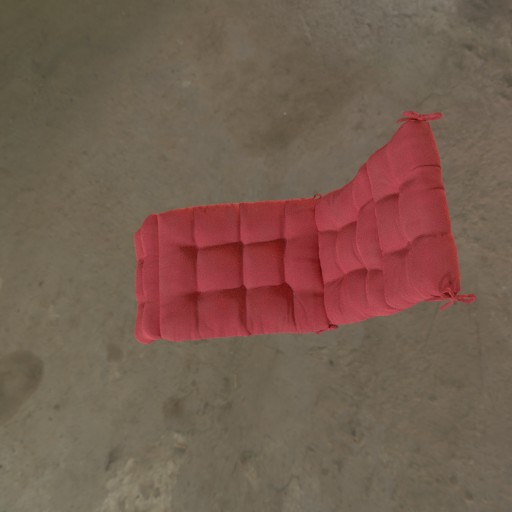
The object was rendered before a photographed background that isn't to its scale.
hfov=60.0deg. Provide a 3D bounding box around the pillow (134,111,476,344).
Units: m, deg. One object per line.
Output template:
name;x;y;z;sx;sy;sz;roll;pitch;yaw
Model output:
pillow;0.000;0.000;1.485;1.016;0.863;0.526;-4;76;-1
